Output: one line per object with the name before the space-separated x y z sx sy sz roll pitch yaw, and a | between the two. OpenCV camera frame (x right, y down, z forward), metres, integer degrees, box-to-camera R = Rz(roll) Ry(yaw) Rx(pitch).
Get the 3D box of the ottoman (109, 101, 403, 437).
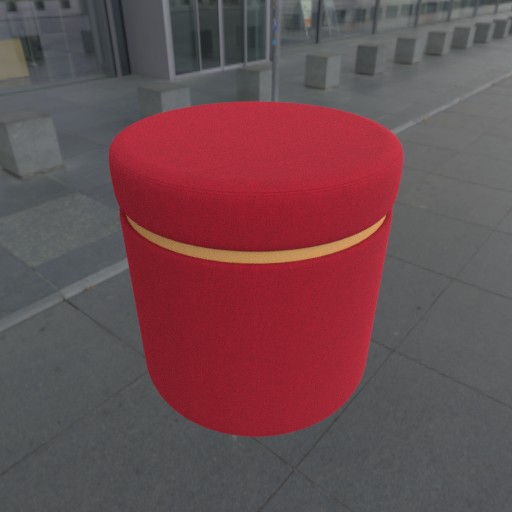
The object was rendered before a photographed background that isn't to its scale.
ottoman | 0.000 0.000 0.718 0.400 0.406 0.400 0 32 0
